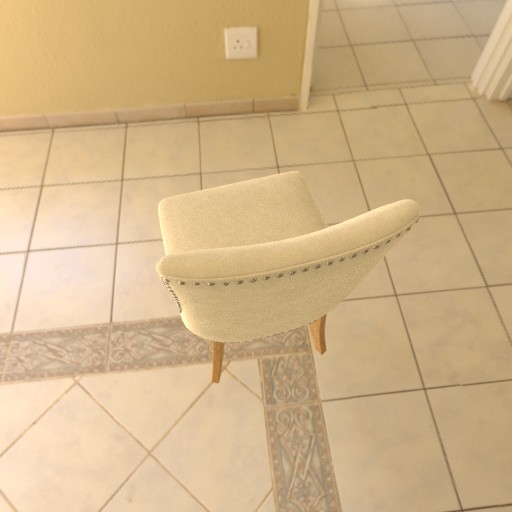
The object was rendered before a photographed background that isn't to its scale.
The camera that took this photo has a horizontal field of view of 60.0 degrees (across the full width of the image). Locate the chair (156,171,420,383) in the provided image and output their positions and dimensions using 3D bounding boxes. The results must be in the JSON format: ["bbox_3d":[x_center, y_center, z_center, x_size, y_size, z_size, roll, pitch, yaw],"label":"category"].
[{"bbox_3d":[0.000,0.000,1.249,0.495,0.902,0.610,-13,59,-8],"label":"chair"}]
